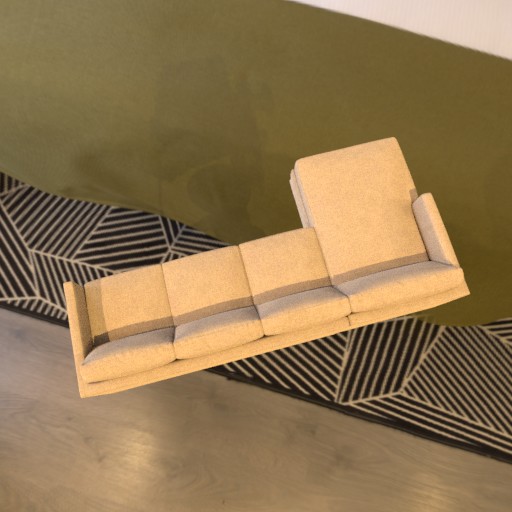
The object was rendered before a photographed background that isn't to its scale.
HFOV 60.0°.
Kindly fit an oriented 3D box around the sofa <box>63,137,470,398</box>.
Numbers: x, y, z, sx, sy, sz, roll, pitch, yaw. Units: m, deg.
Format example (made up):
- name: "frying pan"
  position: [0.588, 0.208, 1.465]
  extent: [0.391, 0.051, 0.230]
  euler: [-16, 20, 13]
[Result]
- name: "sofa"
  position: [0.000, 0.000, 3.926]
  extent: [3.198, 0.920, 1.638]
  euler: [-14, 76, -4]
